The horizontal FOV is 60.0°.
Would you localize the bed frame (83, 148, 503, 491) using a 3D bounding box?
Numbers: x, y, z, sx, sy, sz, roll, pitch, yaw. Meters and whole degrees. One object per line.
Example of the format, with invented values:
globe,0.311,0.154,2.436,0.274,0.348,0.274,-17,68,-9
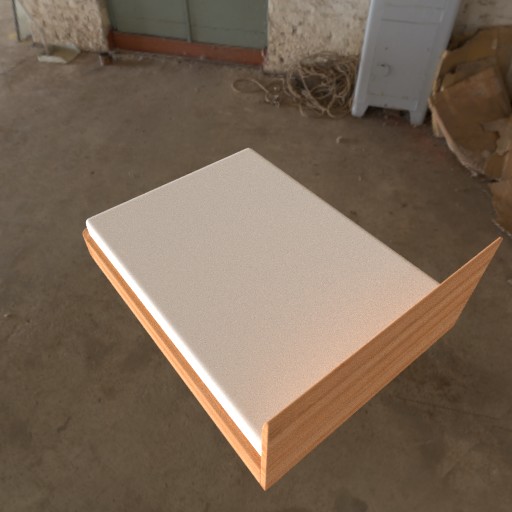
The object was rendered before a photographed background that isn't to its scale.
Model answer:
bed frame,0.000,0.000,2.702,1.472,0.940,1.992,-30,54,-25
